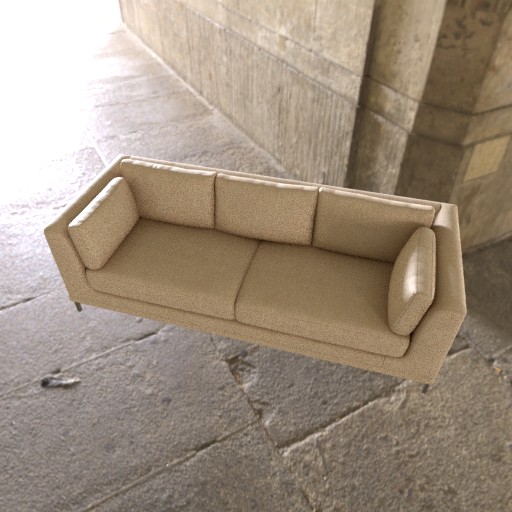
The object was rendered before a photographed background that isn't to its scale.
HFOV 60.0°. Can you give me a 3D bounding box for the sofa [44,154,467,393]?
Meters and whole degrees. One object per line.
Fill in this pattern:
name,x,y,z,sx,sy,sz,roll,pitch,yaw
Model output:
sofa,0.000,0.000,2.950,2.415,0.867,0.969,11,43,12
